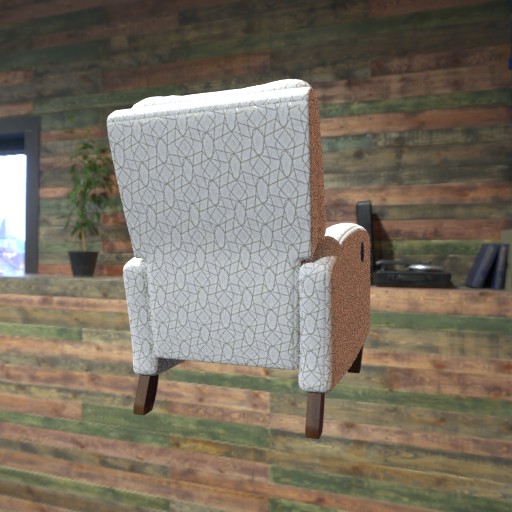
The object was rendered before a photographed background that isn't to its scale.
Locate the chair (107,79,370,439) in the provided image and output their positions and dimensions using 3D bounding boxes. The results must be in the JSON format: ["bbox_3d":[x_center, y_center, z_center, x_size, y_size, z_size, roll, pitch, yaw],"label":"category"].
[{"bbox_3d":[0.000,0.000,1.726,0.796,1.064,0.995,0,0,19],"label":"chair"}]
